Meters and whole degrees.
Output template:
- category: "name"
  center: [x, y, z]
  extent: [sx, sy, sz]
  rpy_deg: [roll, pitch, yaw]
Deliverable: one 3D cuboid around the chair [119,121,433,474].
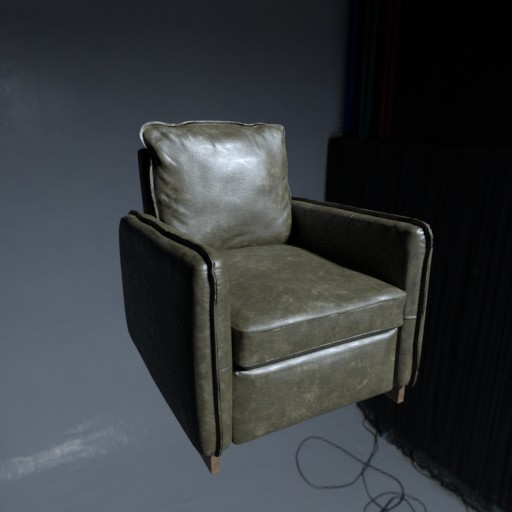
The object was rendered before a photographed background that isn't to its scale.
- category: "chair"
  center: [0.000, 0.000, 1.571]
  extent: [0.830, 0.921, 0.921]
  rpy_deg: [-9, 19, -27]
